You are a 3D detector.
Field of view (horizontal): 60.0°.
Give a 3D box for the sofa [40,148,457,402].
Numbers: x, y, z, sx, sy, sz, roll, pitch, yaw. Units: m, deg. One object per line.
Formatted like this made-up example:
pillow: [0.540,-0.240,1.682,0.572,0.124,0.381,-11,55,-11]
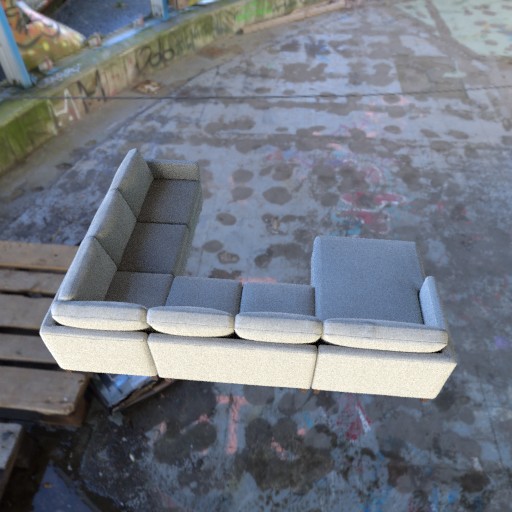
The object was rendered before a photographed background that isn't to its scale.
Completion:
sofa: [0.000,0.000,4.634,3.460,0.959,2.593,4,47,3]
